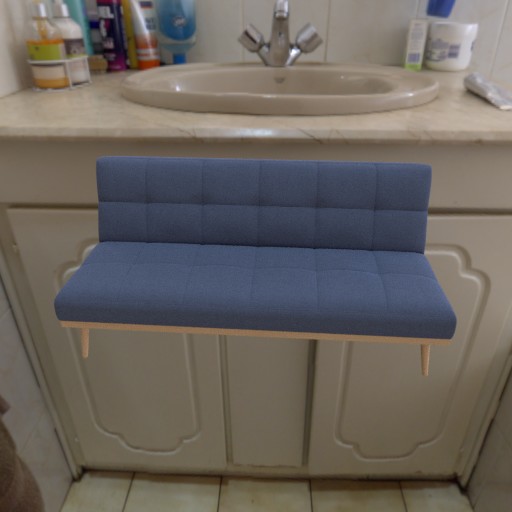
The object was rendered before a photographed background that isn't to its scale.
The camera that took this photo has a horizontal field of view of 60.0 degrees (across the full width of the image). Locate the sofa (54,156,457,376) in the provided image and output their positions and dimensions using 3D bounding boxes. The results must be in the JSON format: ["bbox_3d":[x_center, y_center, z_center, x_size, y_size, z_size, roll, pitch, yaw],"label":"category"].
[{"bbox_3d":[0.000,0.000,2.251,1.800,0.800,0.796,2,30,4],"label":"sofa"}]
